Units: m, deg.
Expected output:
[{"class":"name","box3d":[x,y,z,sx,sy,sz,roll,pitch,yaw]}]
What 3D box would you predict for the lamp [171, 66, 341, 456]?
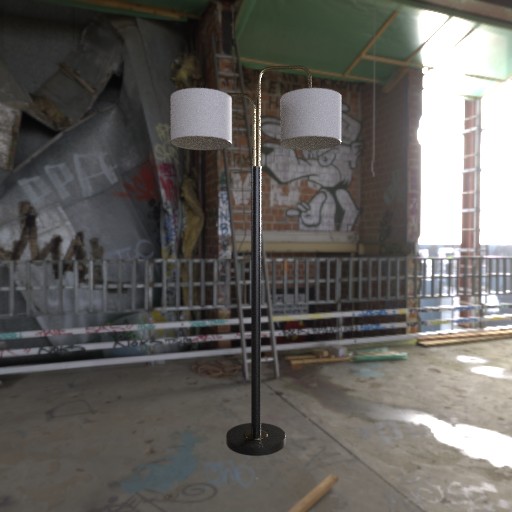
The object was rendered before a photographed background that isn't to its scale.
[{"class":"lamp","box3d":[0.000,0.000,1.873,0.711,1.587,0.254,0,1,0]}]
